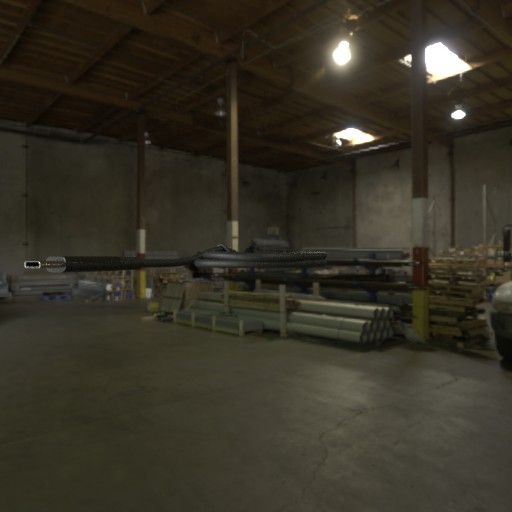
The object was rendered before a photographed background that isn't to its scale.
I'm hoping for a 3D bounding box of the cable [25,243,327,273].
[{"bbox_3d":[0.000,0.000,0.229,0.070,0.014,0.203,0,0,36],"label":"cable"}]
